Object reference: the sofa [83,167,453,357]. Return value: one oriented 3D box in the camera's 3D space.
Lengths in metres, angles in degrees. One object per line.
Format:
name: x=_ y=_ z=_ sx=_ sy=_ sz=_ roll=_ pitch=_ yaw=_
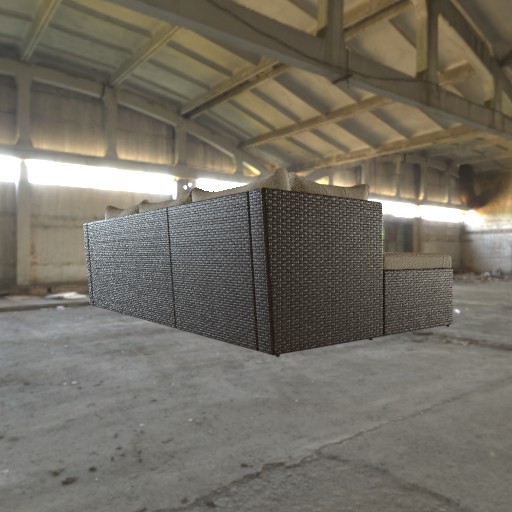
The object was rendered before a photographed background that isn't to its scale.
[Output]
sofa: x=0.000 y=0.000 z=2.957 sx=1.612 sy=0.766 sz=2.192 roll=0 pitch=0 yaw=-37
